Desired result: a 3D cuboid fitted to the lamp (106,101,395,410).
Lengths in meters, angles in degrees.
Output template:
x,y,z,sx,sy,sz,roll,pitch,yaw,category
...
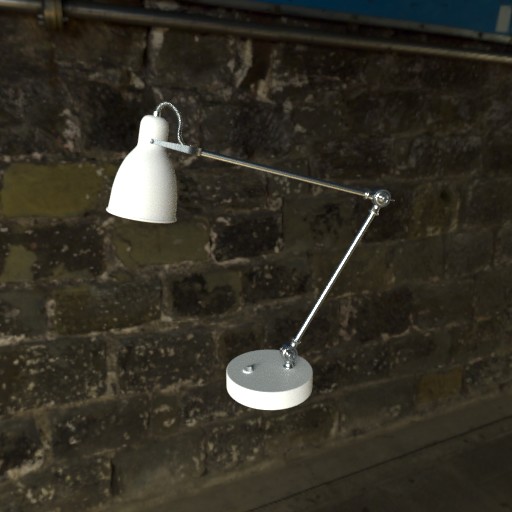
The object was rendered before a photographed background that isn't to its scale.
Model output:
x,y,z,sx,sy,sz,roll,pitch,yaw,category
0.000,0.000,0.892,0.561,0.587,0.187,-2,15,-9,lamp
